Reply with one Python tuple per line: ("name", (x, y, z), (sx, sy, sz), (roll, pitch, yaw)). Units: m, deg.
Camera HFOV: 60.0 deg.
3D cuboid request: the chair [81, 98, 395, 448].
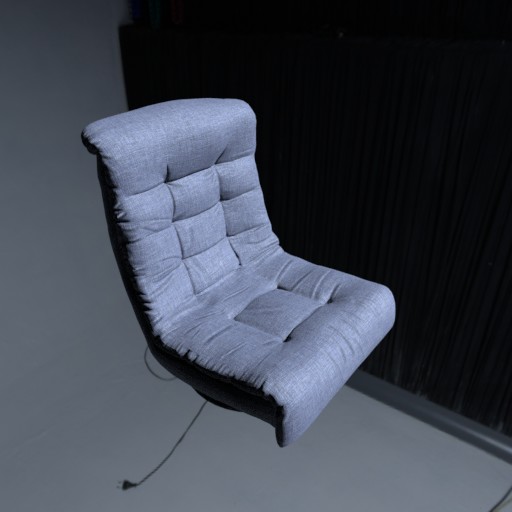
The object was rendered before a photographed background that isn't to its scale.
("chair", (0.000, 0.000, 1.217), (0.668, 0.749, 0.597), (20, 35, 32))
